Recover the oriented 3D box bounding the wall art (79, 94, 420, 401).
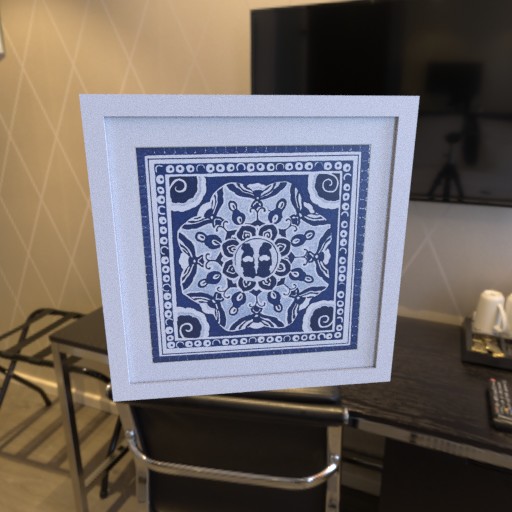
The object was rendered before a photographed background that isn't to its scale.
[{"bbox_3d":[0.000,0.000,0.820,0.559,0.559,0.028,-2,17,-7],"label":"wall art"}]
